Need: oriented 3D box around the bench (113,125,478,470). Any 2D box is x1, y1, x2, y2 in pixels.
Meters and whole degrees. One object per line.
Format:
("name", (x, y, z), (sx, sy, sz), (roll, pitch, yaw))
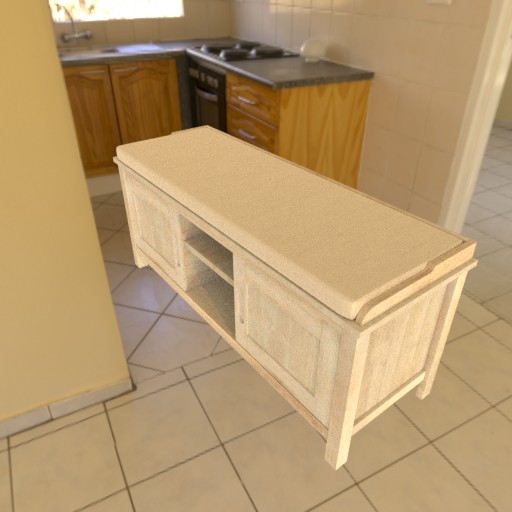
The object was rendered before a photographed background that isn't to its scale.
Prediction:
("bench", (0.000, 0.000, 1.395), (0.398, 0.501, 1.140), (-23, 39, -31))
